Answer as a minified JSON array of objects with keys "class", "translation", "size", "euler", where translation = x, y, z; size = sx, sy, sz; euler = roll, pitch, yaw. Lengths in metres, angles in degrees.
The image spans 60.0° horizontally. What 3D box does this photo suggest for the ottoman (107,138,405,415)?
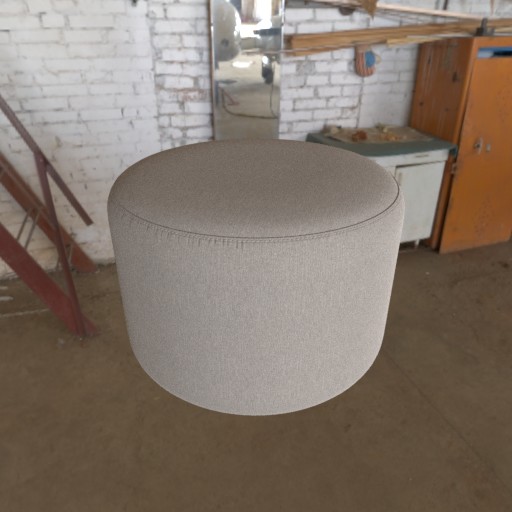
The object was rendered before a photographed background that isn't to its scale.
[{"class":"ottoman","translation":[0.000,0.000,1.013],"size":[0.608,0.433,0.608],"euler":[0,29,0]}]
